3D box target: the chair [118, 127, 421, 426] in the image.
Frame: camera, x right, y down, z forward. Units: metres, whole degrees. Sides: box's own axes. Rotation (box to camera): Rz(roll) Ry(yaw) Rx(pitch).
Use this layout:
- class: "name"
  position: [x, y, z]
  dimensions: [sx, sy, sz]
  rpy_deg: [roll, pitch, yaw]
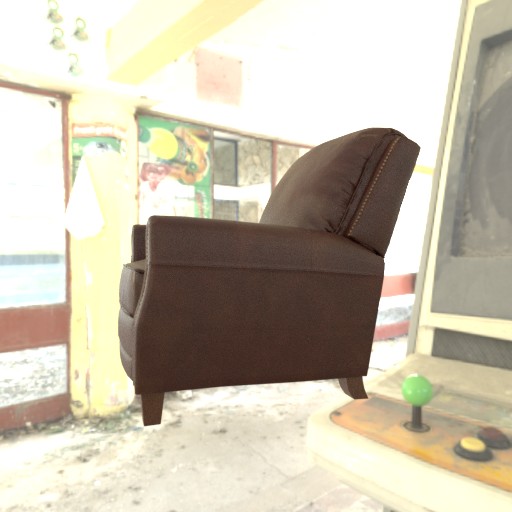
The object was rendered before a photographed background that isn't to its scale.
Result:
- class: "chair"
  position: [0.000, 0.000, 1.824]
  dimensions: [1.089, 1.022, 0.826]
  rpy_deg: [-1, 2, -19]
